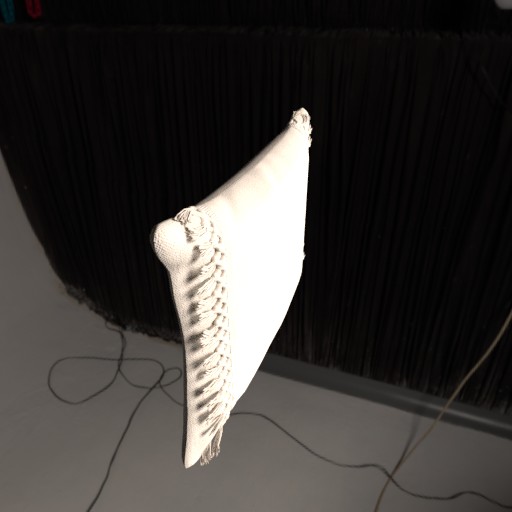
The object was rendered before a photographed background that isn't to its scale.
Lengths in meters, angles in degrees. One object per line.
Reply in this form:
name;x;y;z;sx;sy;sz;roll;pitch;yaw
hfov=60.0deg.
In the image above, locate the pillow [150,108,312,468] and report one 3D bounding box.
pillow;0.000;0.000;0.605;0.084;0.305;0.466;10;32;17
